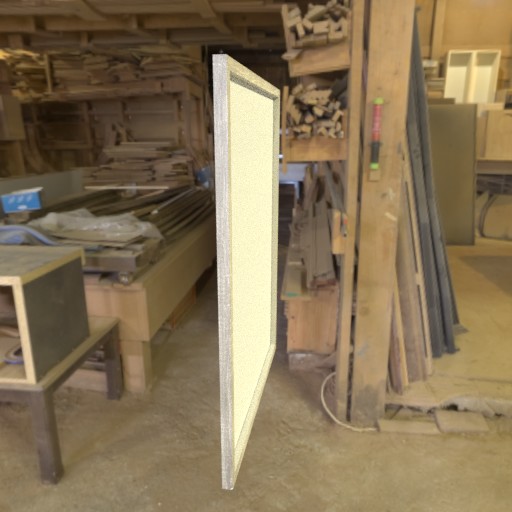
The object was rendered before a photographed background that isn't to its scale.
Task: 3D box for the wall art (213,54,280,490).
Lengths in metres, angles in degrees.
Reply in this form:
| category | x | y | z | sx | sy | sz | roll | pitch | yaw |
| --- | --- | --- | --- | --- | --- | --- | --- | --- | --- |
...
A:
| category | x | y | z | sx | sy | sz | roll | pitch | yaw |
| --- | --- | --- | --- | --- | --- | --- | --- | --- | --- |
| wall art | 0.000 | 0.000 | 1.362 | 0.035 | 1.022 | 0.781 | 3 | 16 | 10 |
